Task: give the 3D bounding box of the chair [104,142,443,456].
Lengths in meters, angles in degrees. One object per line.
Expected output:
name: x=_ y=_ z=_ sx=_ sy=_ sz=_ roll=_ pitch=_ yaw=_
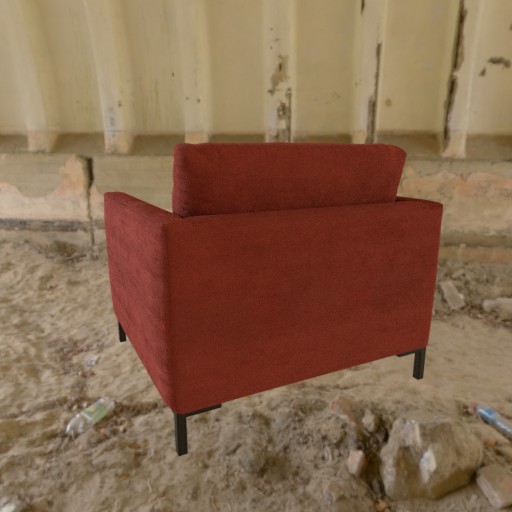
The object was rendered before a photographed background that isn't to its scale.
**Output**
chair: x=0.000 y=0.000 z=1.646 sx=0.964 sy=0.812 sz=0.875 roll=-7 pitch=15 yaw=-26
